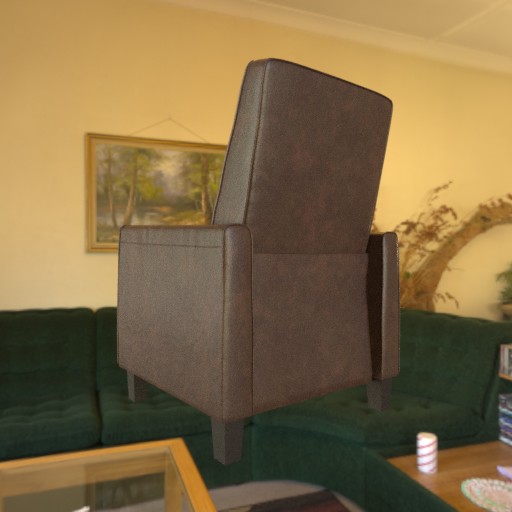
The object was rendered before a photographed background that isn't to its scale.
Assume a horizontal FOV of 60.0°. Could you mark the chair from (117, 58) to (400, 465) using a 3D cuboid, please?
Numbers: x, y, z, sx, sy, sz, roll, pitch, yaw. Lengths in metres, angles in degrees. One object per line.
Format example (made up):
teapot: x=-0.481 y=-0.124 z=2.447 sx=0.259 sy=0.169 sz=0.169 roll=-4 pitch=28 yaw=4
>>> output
chair: x=0.000 y=0.000 z=1.509 sx=0.705 sy=1.013 sz=0.746 roll=0 pitch=0 yaw=-38
